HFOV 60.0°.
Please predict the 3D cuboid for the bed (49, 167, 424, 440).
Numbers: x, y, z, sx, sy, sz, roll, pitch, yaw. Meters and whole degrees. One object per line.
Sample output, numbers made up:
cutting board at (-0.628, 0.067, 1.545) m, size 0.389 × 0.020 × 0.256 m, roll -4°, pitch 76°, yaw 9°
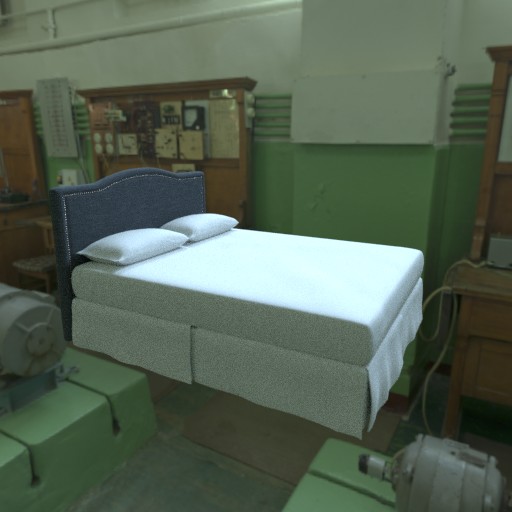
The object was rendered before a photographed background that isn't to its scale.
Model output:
bed at (0.000, 0.000, 3.939) m, size 2.689 × 1.457 × 2.161 m, roll 8°, pitch 17°, yaw 27°
